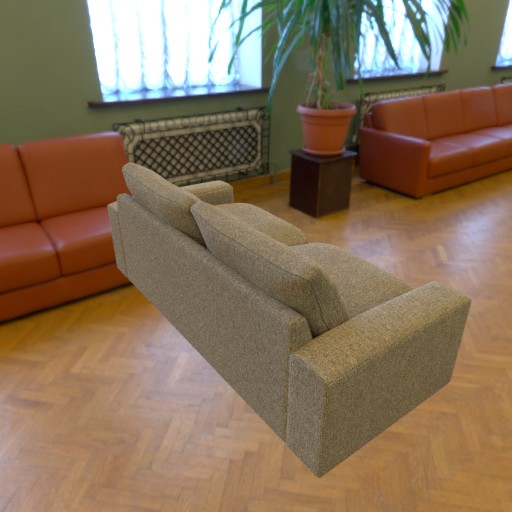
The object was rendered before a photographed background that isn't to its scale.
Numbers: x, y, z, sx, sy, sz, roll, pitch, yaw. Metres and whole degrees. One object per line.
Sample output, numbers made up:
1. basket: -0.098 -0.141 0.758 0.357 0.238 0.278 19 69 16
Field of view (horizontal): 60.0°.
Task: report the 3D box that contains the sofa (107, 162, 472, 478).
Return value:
1. sofa: 0.000 0.000 2.763 1.040 0.922 2.299 -19 33 -32
